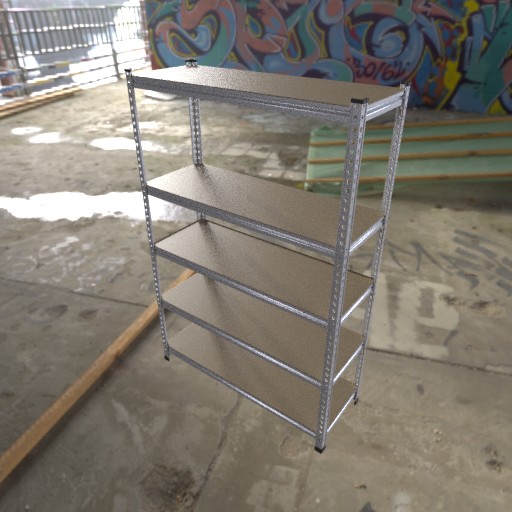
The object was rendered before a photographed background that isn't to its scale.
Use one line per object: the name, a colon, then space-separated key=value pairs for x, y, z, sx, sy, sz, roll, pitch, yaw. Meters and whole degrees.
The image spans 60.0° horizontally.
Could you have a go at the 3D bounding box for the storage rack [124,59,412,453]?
storage rack: x=0.000 y=0.000 z=2.387 sx=1.219 sy=1.829 sz=0.457 roll=21 pitch=36 yaw=31
